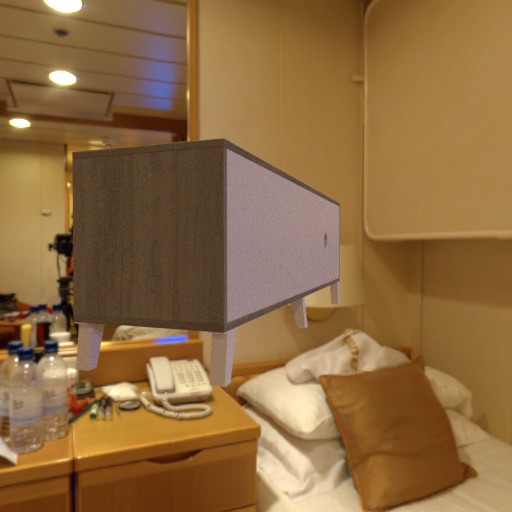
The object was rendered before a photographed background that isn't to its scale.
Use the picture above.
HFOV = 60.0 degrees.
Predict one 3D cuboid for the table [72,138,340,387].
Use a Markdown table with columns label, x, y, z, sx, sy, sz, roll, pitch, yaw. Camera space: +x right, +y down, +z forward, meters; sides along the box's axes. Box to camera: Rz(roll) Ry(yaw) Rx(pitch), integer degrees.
| label | x | y | z | sx | sy | sz | roll | pitch | yaw |
| --- | --- | --- | --- | --- | --- | --- | --- | --- | --- |
| table | 0.000 | 0.000 | 1.712 | 0.400 | 0.530 | 1.500 | 0 | 1 | 20 |
